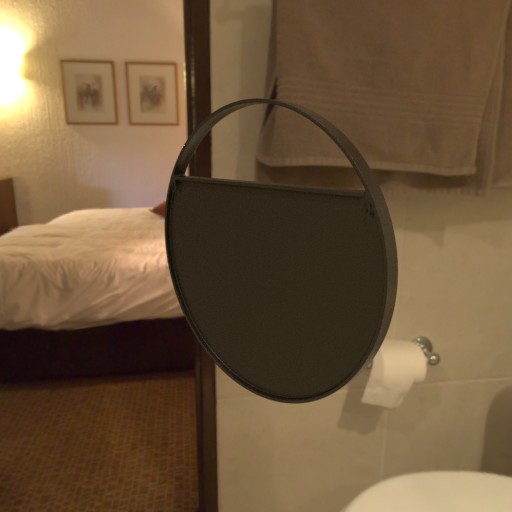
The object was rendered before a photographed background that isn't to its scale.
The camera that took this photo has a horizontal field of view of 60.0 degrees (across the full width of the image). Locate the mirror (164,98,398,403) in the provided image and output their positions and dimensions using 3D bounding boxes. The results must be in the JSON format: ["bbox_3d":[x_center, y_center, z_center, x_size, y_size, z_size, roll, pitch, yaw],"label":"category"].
[{"bbox_3d":[0.000,0.000,0.844,0.565,0.565,0.032,14,20,43],"label":"mirror"}]
